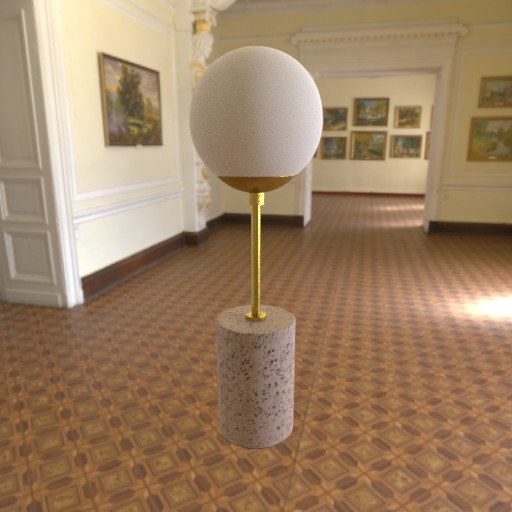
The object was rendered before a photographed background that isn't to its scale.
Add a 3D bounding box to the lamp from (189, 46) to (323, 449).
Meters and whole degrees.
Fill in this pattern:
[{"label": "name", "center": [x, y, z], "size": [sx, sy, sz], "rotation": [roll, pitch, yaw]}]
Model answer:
[{"label": "lamp", "center": [0.000, 0.000, 0.553], "size": [0.153, 0.480, 0.153], "rotation": [0, 14, 0]}]
